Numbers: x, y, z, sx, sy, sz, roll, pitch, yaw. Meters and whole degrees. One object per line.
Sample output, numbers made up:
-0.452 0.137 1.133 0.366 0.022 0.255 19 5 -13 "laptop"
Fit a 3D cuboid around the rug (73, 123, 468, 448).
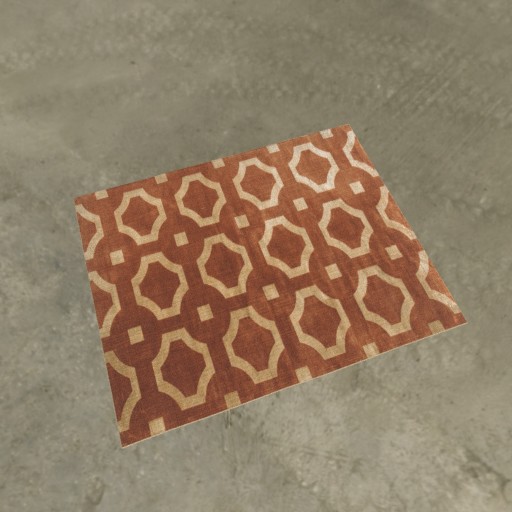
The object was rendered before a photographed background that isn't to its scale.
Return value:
0.000 0.000 4.167 3.049 0.021 2.466 -17 64 -9 "rug"
